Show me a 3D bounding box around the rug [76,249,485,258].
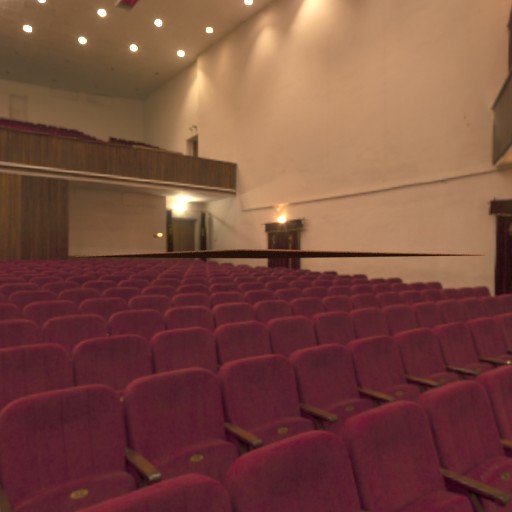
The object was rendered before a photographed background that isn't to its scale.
[{"bbox_3d":[0.000,0.000,4.106,2.440,0.008,3.036,1,-1,-37],"label":"rug"}]
